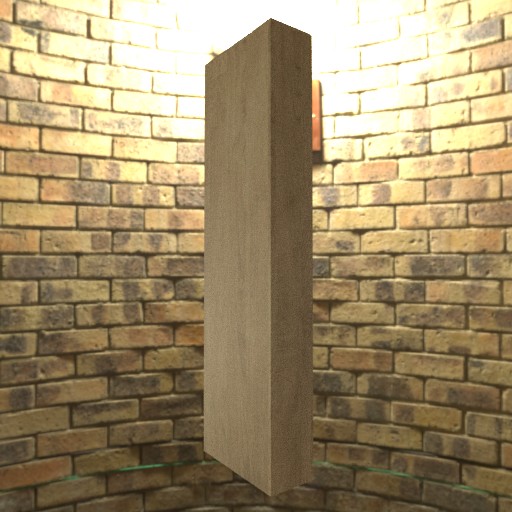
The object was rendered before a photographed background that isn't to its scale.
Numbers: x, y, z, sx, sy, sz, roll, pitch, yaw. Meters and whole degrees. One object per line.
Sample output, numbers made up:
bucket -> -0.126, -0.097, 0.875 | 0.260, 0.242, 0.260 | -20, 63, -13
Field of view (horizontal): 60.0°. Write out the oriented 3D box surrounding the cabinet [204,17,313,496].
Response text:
cabinet -> 0.000, 0.000, 1.924 | 0.230, 1.790, 0.500 | 1, -1, -36
